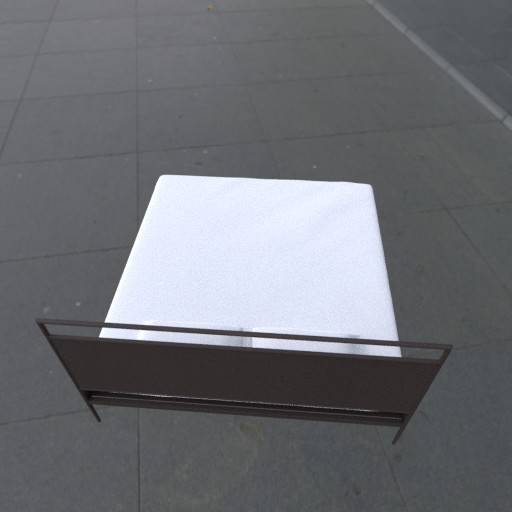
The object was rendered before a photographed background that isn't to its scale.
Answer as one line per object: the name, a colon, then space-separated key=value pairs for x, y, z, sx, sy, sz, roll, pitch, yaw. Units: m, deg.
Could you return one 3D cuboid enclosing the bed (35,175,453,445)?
bed: x=0.000 y=0.000 z=3.259 sx=1.993 sy=1.173 sz=2.151 roll=3 pitch=46 yaw=3
